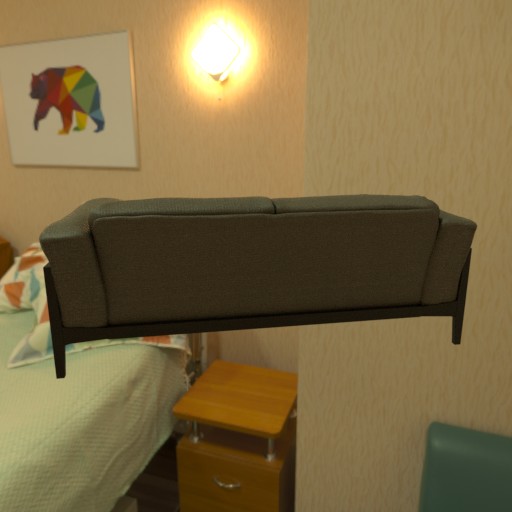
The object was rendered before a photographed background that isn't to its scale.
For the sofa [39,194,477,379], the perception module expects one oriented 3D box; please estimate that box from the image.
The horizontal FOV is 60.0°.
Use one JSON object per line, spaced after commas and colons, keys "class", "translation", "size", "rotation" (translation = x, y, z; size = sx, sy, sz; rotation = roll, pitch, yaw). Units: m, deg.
{"class": "sofa", "translation": [0.000, 0.000, 2.144], "size": [1.690, 0.656, 0.960], "rotation": [-3, 14, -10]}
